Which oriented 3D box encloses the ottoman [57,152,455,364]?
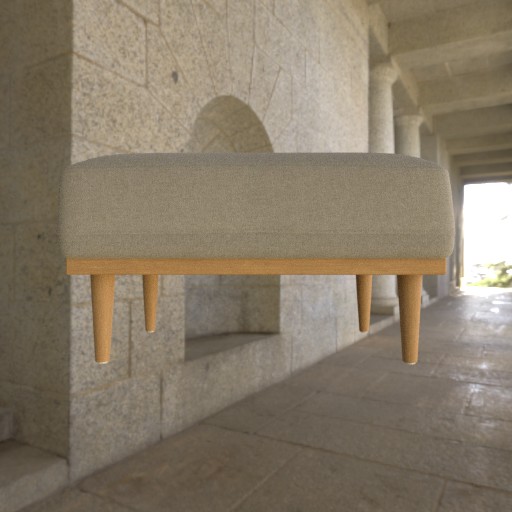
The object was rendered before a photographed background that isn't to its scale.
[{"bbox_3d":[0.000,0.000,1.072,0.749,0.428,0.549,0,-1,1],"label":"ottoman"}]
